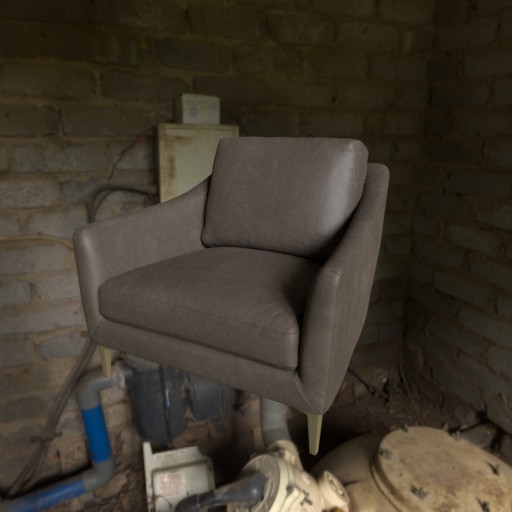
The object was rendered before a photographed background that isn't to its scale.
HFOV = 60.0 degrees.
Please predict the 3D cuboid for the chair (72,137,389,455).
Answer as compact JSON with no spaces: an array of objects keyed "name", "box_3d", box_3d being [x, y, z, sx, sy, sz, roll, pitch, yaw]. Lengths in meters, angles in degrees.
[{"name":"chair","box_3d":[0.000,0.000,1.759,0.988,0.901,0.961,9,19,28]}]
